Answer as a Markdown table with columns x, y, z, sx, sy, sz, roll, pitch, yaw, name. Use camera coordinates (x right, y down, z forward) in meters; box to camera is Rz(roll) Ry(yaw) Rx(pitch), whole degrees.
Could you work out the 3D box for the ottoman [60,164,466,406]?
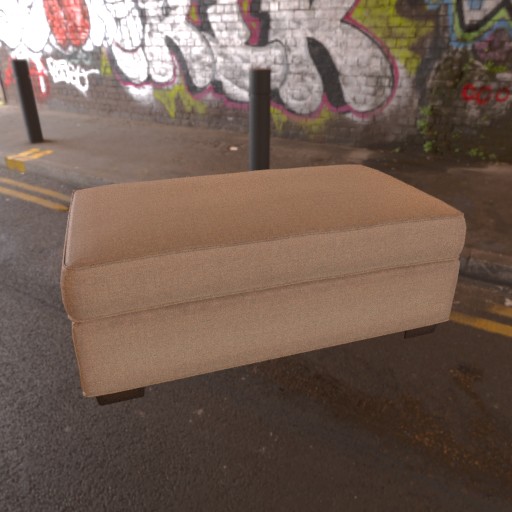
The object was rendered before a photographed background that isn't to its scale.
| x | y | z | sx | sy | sz | roll | pitch | yaw | name |
| --- | --- | --- | --- | --- | --- | --- | --- | --- | --- |
| 0.000 | 0.000 | 1.427 | 1.097 | 0.448 | 0.617 | -8 | 27 | -16 | ottoman |
